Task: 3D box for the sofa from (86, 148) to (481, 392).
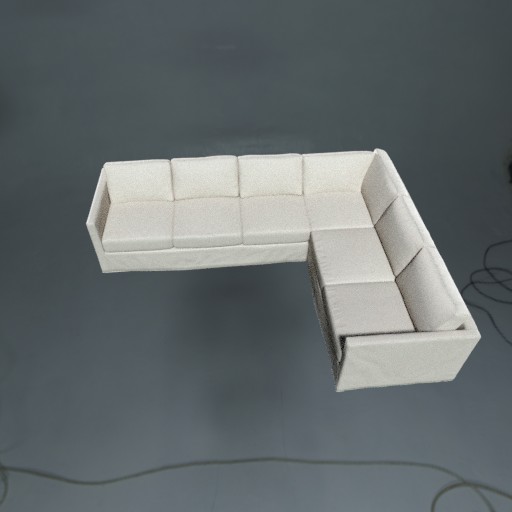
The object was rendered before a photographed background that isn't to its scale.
[{"bbox_3d":[0.000,0.000,4.214,3.182,0.871,2.432,-3,46,-3],"label":"sofa"}]
